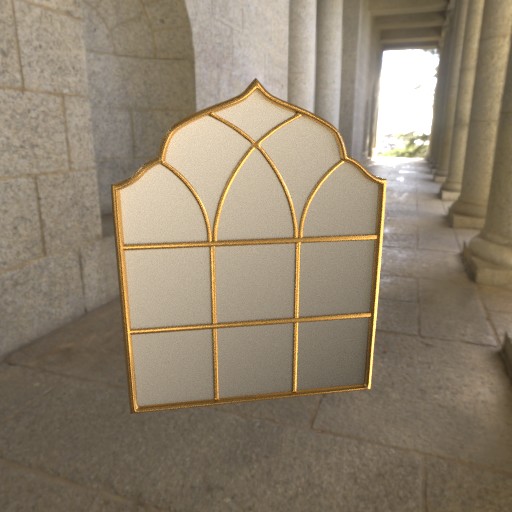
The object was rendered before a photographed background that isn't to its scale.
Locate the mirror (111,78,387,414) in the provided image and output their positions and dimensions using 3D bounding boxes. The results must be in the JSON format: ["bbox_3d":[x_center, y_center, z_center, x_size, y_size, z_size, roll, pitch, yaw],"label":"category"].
[{"bbox_3d":[0.000,0.000,0.846,0.513,0.635,0.018,-3,16,-10],"label":"mirror"}]
